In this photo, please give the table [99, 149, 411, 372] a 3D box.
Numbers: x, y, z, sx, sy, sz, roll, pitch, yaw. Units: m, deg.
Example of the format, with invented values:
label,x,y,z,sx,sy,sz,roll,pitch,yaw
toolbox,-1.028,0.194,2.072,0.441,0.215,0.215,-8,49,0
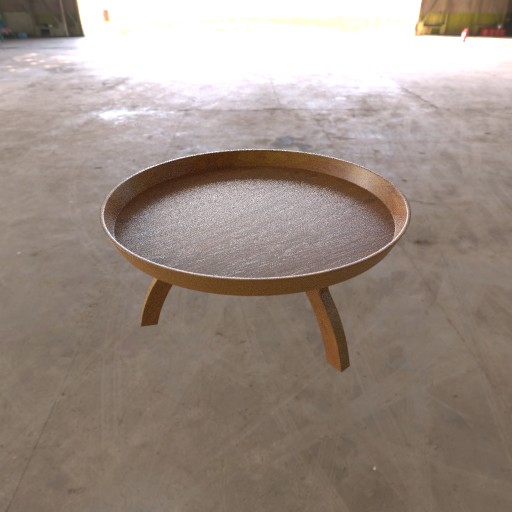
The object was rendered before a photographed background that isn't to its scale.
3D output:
label,x,y,z,sx,sy,sz,roll,pitch,yaw
table,0.000,0.000,1.597,1.016,0.470,1.016,0,31,0
